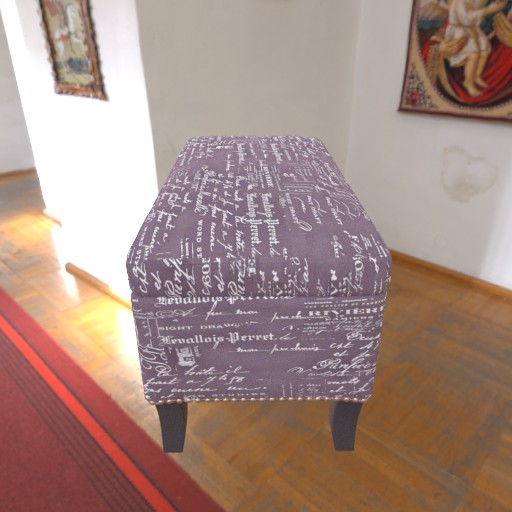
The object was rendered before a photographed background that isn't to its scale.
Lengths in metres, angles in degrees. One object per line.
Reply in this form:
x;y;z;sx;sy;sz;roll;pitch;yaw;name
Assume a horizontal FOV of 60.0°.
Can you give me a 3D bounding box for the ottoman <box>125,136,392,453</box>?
0.000;0.000;1.089;0.406;0.457;0.813;0;27;-1;ottoman
